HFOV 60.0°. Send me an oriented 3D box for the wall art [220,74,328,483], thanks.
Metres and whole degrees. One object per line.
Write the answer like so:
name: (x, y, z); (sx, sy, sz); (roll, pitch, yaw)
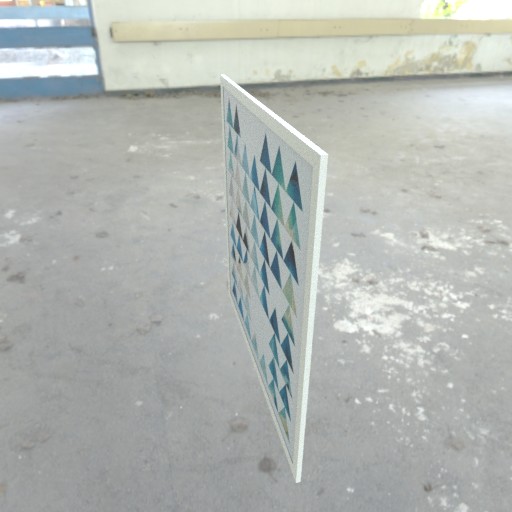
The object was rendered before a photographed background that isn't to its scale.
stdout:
wall art: (0.000, 0.000, 1.204); (0.012, 0.809, 0.809); (-8, 31, -13)
